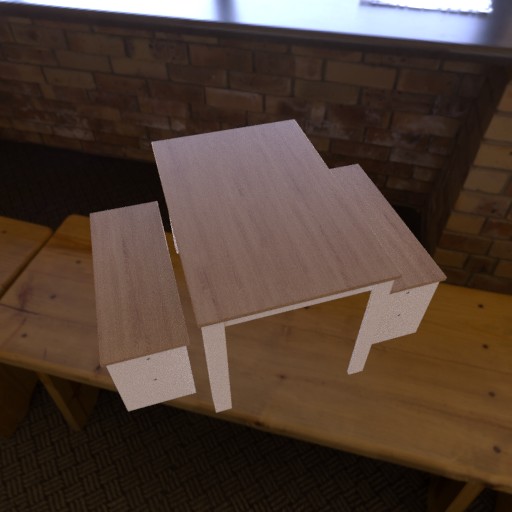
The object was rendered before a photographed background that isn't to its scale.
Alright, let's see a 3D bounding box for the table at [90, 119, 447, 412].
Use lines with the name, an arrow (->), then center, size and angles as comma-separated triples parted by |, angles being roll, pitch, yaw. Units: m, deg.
table -> 0.000, 0.000, 2.094 | 1.443, 0.700, 1.100 | -12, 48, -11
